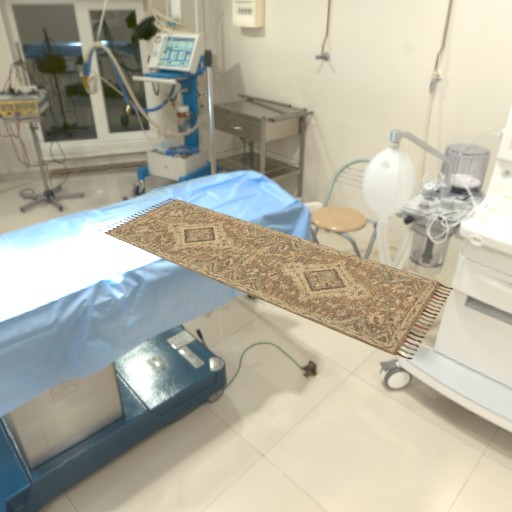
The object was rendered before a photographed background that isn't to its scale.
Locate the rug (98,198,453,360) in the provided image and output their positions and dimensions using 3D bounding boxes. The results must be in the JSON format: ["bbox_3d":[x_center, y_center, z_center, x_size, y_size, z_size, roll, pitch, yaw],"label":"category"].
[{"bbox_3d":[0.000,0.000,2.867,1.324,0.018,2.378,-22,37,-32],"label":"rug"}]
